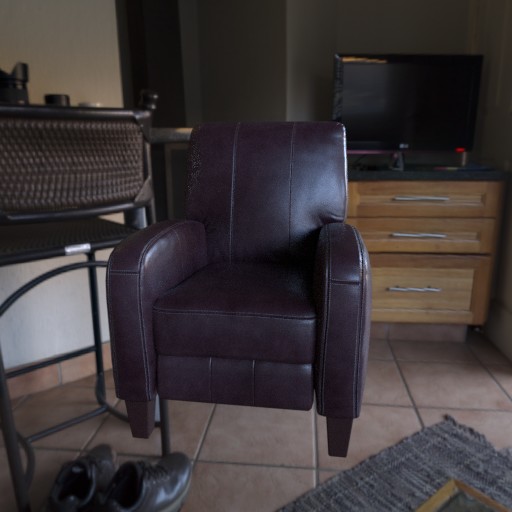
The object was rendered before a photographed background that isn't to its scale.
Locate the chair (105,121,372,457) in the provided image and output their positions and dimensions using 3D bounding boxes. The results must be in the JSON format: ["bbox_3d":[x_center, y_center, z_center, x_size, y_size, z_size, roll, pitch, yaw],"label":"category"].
[{"bbox_3d":[0.000,0.000,1.637,0.762,0.990,0.990,2,14,8],"label":"chair"}]
